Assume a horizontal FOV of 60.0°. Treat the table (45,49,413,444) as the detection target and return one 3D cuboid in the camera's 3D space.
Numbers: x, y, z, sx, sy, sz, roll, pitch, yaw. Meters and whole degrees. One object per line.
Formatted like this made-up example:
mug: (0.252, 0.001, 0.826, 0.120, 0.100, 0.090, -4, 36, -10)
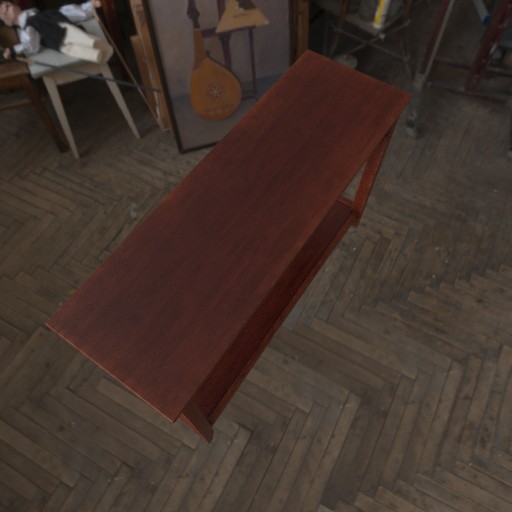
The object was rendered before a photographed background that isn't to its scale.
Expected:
table: (0.000, 0.000, 1.543, 0.392, 0.739, 1.188, 31, 66, 16)
